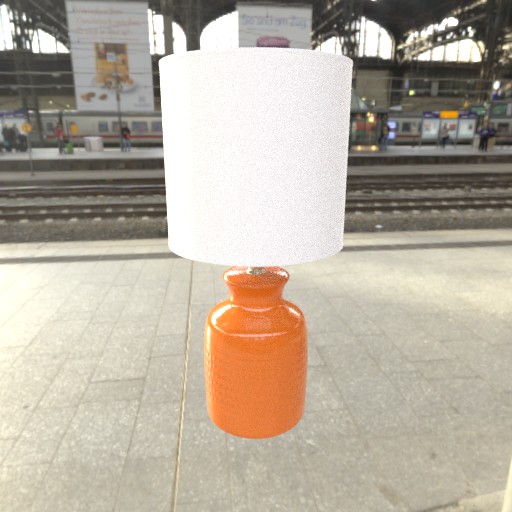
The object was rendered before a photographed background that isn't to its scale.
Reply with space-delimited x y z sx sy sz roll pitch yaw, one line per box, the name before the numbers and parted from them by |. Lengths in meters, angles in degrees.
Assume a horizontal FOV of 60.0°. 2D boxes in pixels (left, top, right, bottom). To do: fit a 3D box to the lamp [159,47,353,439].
lamp | 0.000 0.000 1.090 0.418 0.871 0.418 -2 16 -9
